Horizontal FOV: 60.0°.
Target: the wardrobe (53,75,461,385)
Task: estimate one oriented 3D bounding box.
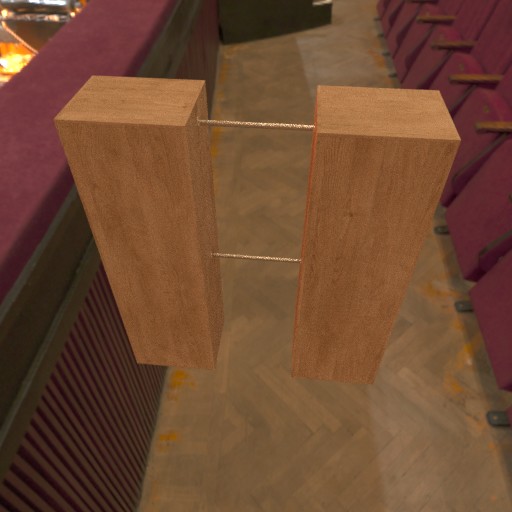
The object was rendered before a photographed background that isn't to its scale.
[{"bbox_3d":[0.000,0.000,2.785,1.770,2.000,0.480,4,45,4],"label":"wardrobe"}]
